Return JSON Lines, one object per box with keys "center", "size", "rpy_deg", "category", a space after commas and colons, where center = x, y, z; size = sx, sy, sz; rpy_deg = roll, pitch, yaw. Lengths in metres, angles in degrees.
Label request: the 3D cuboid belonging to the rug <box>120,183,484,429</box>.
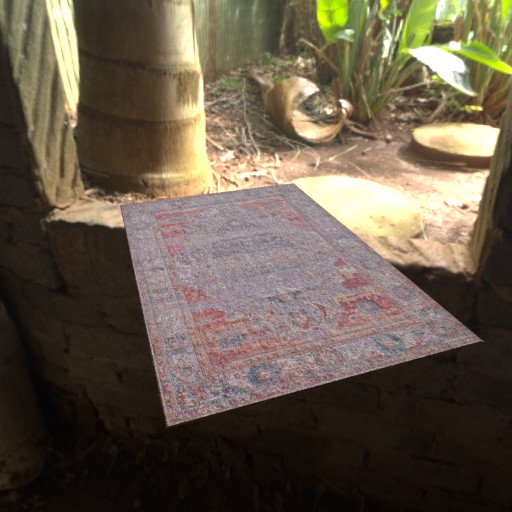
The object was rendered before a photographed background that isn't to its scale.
{"center": [0.000, 0.000, 2.280], "size": [1.219, 0.005, 1.829], "rpy_deg": [-10, 31, -17], "category": "rug"}
